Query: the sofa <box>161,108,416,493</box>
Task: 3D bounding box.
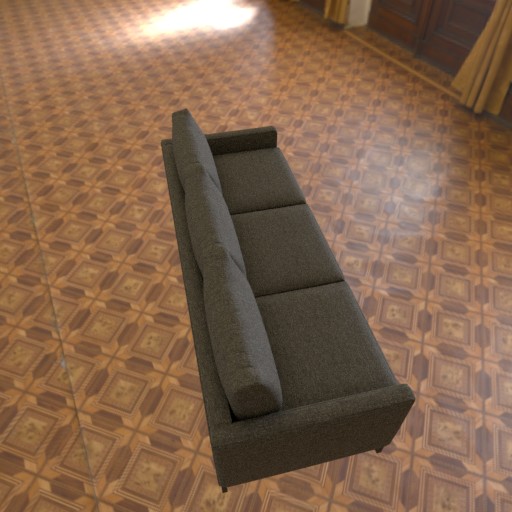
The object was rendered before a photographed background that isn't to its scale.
[{"bbox_3d":[0.000,0.000,2.615,0.876,0.879,2.253,-10,47,-9],"label":"sofa"}]
